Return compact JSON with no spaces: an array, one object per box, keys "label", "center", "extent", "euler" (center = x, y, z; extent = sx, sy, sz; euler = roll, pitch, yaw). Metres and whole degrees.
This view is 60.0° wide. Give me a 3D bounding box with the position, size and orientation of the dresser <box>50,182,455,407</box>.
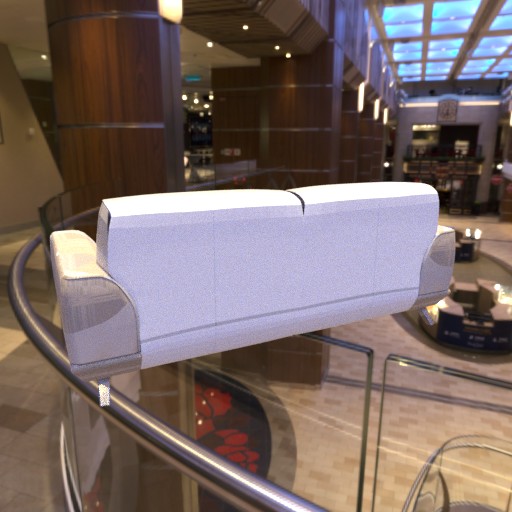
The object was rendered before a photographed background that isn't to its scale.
[{"label":"dresser","center":[0.000,0.000,5.636],"extent":[4.679,1.863,2.251],"euler":[-7,16,-26]}]
